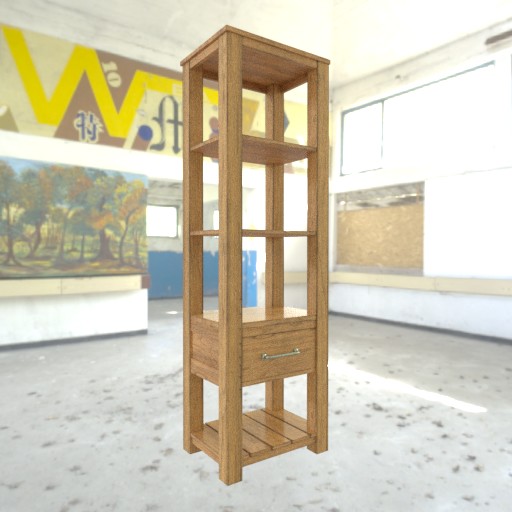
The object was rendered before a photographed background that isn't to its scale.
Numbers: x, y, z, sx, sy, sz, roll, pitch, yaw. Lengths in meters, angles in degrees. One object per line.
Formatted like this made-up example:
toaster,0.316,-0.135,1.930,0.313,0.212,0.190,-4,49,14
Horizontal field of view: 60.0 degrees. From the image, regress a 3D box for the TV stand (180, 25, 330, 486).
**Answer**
TV stand,0.000,0.000,2.072,0.565,1.828,0.435,0,1,-35
